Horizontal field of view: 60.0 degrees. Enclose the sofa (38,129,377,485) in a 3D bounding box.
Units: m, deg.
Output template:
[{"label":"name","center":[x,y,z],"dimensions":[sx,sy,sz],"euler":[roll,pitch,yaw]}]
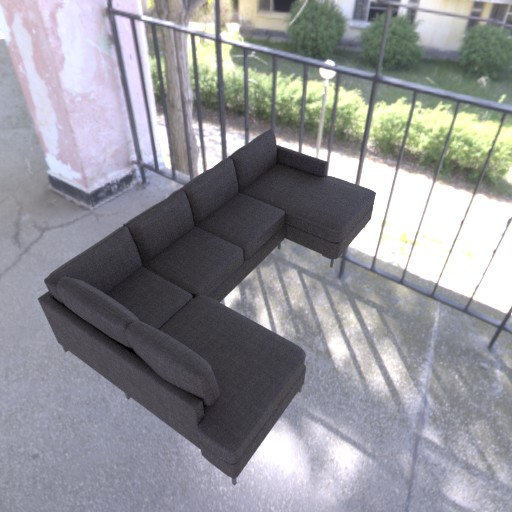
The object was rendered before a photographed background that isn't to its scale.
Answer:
[{"label":"sofa","center":[0.000,0.000,4.365],"dimensions":[2.048,0.999,3.423],"euler":[25,48,25]}]
